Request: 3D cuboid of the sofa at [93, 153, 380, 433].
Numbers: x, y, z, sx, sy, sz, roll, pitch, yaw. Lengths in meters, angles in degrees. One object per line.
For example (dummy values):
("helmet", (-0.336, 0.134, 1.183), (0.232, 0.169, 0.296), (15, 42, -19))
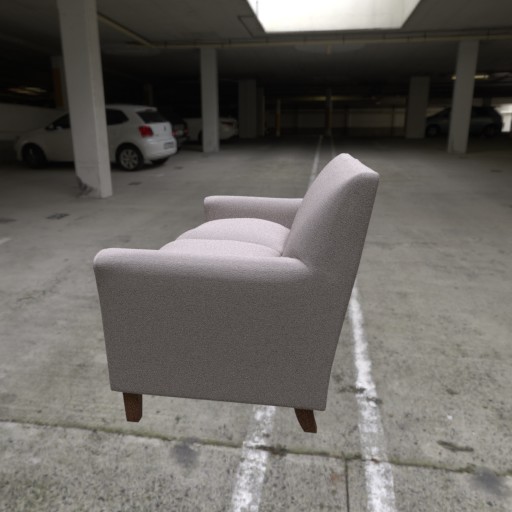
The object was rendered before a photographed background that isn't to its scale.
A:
("sofa", (0.000, 0.000, 2.058), (0.888, 0.890, 1.482), (2, 15, 8))
